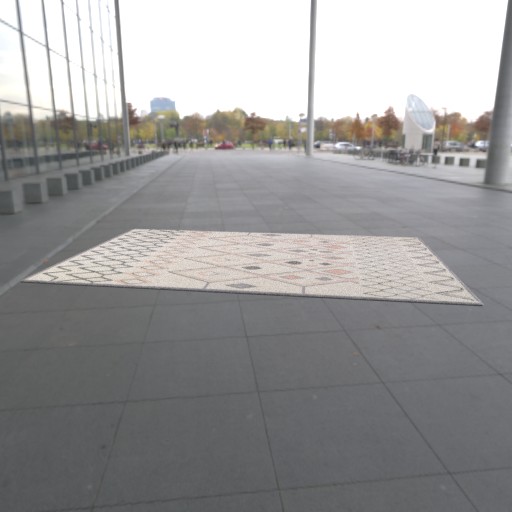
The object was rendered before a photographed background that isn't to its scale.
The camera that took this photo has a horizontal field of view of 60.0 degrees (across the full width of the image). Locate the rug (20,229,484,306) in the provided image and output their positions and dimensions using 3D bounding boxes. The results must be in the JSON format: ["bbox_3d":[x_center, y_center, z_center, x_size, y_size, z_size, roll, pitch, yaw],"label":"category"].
[{"bbox_3d":[0.000,0.000,3.025,2.438,0.015,1.524,2,15,8],"label":"rug"}]
